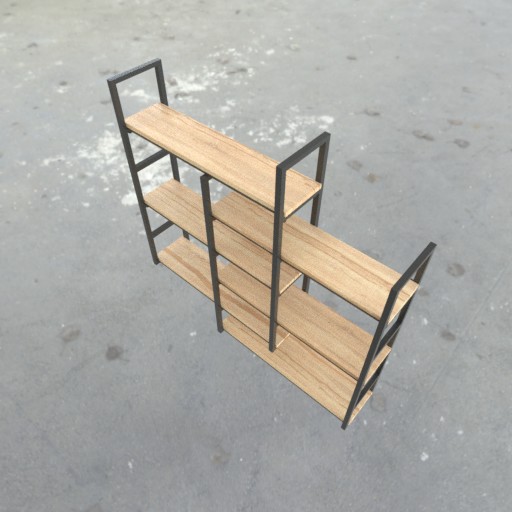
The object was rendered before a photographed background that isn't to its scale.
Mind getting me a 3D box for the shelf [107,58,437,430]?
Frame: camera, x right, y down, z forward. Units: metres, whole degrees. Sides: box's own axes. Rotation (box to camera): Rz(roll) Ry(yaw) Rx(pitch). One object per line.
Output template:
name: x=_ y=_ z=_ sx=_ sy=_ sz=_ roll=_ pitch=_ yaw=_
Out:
shelf: x=0.000 y=0.000 z=1.401 sx=0.946 sy=0.921 sz=0.183 roll=33 pitch=55 yaw=26
